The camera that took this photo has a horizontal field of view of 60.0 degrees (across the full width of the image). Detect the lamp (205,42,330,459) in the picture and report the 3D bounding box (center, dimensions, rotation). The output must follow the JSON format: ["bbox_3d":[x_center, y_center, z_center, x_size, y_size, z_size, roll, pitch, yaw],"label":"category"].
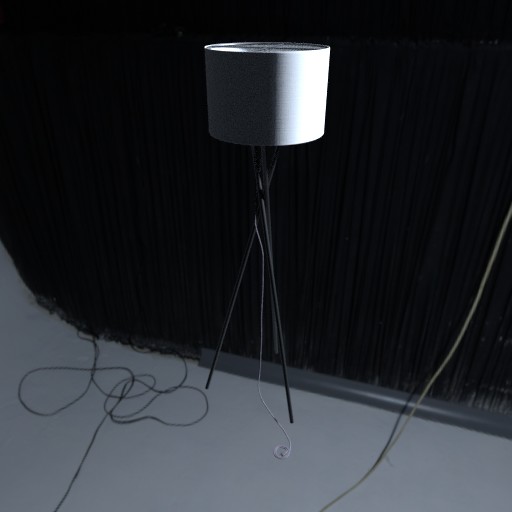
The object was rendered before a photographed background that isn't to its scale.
[{"bbox_3d":[0.000,0.000,1.903,0.522,1.624,0.667,10,31,17],"label":"lamp"}]
